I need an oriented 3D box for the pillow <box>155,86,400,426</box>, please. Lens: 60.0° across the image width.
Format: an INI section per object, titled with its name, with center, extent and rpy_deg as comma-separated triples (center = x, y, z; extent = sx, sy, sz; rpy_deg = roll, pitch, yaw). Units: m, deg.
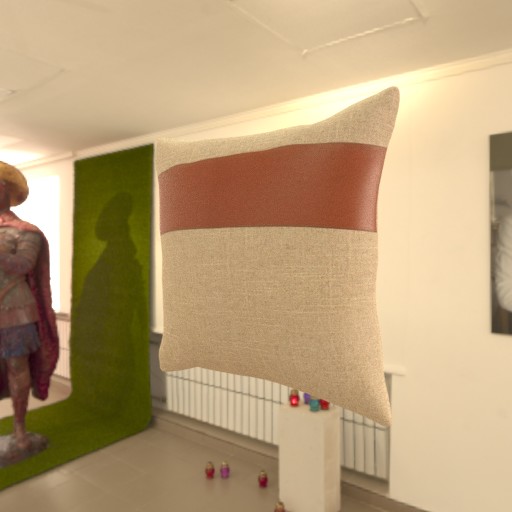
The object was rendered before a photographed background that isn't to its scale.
[pillow]
center = 0.000, 0.000, 0.639
extent = 0.414, 0.399, 0.173
rpy_deg = 1, 1, 37
